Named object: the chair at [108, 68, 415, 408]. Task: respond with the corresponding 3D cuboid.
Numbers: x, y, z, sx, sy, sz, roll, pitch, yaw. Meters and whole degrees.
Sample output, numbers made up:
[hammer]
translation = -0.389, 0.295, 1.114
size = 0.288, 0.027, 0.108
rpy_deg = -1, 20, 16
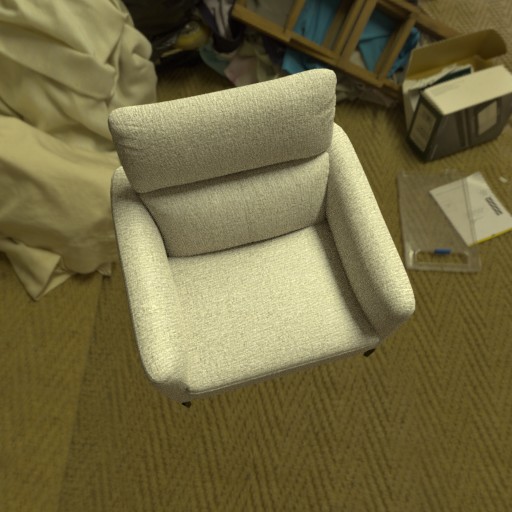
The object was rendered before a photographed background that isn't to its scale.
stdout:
[chair]
translation = 0.000, 0.000, 1.668
size = 0.972, 0.967, 0.835
rpy_deg = -14, 65, -7
